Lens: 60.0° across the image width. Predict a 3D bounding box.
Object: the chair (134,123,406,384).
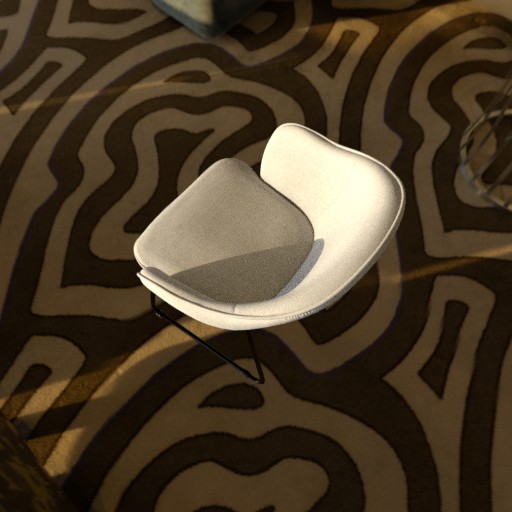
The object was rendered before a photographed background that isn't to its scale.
[{"bbox_3d":[0.000,0.000,1.245,0.592,0.817,0.570,35,69,15],"label":"chair"}]
